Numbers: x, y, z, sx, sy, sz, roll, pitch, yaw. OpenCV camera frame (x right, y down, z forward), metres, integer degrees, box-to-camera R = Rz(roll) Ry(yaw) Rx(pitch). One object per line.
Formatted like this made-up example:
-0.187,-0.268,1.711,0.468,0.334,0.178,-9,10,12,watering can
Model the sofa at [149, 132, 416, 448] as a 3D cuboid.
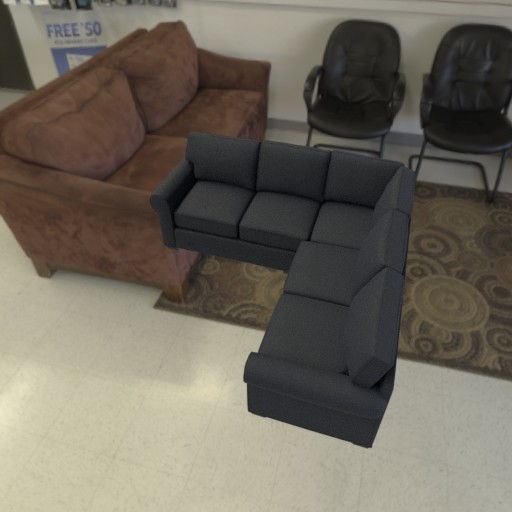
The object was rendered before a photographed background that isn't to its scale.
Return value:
0.000,0.000,3.940,2.487,1.042,2.562,12,43,13,sofa
